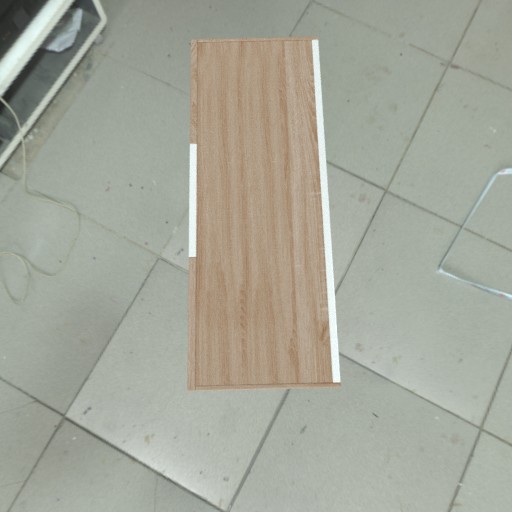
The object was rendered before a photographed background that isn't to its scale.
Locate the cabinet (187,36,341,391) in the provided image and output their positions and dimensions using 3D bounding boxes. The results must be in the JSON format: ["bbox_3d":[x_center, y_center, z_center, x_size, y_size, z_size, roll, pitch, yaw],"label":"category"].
[{"bbox_3d":[0.000,0.000,2.833,0.590,2.120,1.500,-1,77,0],"label":"cabinet"}]
